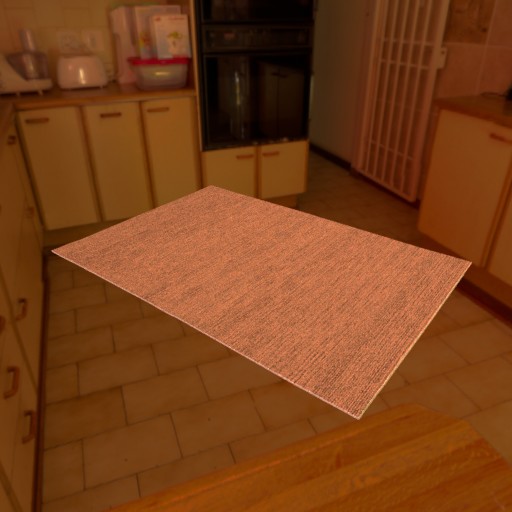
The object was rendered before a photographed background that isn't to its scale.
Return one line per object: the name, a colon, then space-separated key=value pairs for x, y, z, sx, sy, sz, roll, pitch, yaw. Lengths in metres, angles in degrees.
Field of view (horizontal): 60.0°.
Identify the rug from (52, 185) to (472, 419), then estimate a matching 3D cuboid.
rug: x=0.000 y=0.000 z=2.977 sx=2.338 sy=0.030 sz=1.616 roll=21 pitch=36 yaw=33
